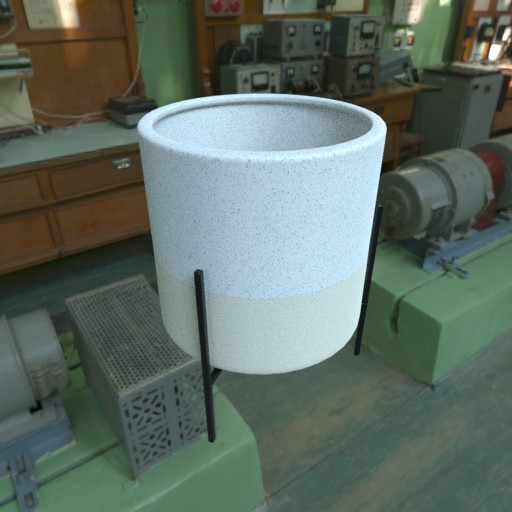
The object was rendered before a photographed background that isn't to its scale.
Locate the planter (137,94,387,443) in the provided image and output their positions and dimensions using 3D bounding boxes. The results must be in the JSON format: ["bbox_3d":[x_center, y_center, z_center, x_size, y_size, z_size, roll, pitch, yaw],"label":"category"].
[{"bbox_3d":[0.000,0.000,0.679,0.313,0.423,0.335,-21,37,-31],"label":"planter"}]
